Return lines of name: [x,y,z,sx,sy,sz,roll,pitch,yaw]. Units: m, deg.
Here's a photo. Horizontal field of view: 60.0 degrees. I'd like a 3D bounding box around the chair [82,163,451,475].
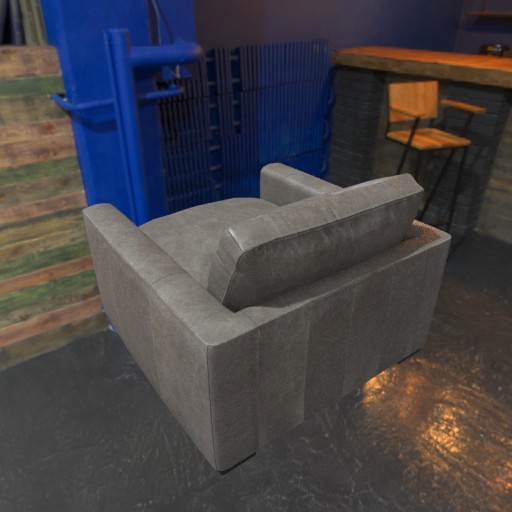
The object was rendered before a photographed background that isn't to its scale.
chair: [0.000,0.000,1.837,1.106,0.807,1.080,-20,35,-30]
